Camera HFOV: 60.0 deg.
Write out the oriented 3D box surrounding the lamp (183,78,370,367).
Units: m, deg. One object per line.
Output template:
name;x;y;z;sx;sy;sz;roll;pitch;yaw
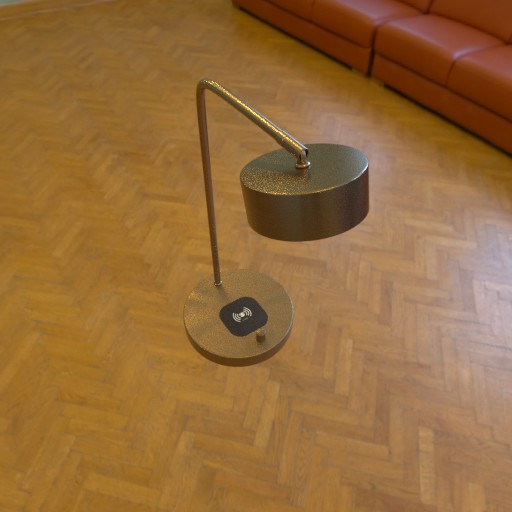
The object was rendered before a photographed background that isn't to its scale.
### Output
lamp;0.000;0.000;0.540;0.171;0.380;0.270;-25;51;-22
